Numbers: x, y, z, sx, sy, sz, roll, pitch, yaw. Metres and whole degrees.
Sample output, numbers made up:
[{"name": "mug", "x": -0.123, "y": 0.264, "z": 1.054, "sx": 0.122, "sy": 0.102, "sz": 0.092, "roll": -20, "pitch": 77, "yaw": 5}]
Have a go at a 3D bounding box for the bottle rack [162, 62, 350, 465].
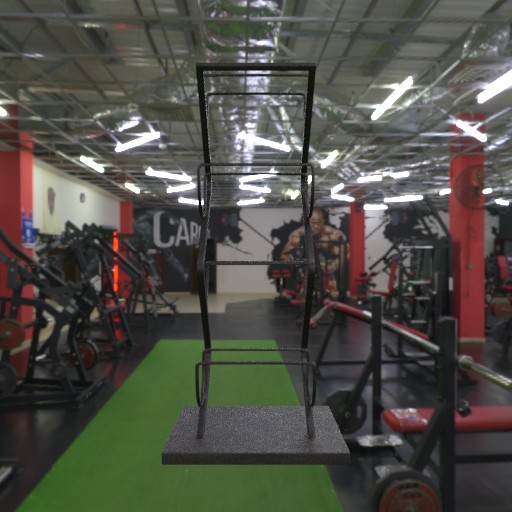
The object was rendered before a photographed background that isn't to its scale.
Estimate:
[{"name": "bottle rack", "x": 0.000, "y": 0.000, "z": 0.679, "sx": 0.254, "sy": 0.559, "sz": 0.178, "roll": 0, "pitch": 1, "yaw": 0}]
